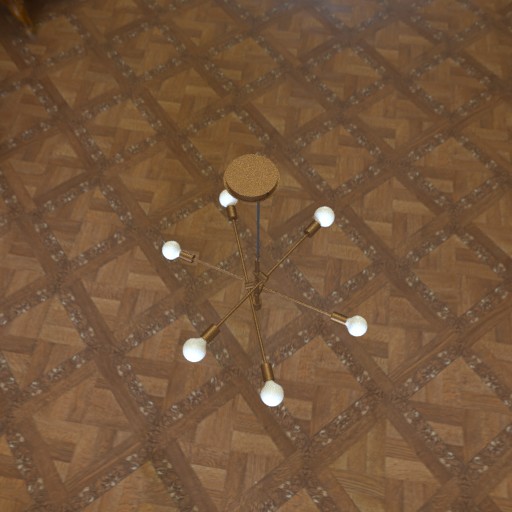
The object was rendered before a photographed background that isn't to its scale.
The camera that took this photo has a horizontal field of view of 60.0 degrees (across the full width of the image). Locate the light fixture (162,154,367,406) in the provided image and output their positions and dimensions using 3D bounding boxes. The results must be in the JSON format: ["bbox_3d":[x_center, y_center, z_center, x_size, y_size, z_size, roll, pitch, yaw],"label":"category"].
[{"bbox_3d":[0.000,0.000,1.266,0.637,0.744,0.682,-34,68,-16],"label":"light fixture"}]
